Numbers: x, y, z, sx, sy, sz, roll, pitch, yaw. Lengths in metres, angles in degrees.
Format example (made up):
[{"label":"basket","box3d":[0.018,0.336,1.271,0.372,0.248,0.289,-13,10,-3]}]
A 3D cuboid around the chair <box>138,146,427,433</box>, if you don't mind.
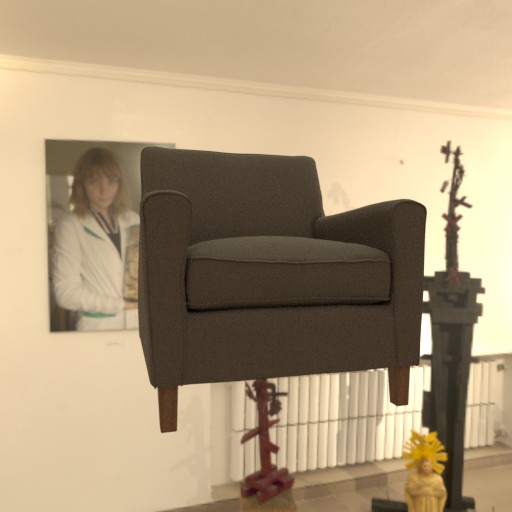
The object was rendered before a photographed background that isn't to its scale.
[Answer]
[{"label":"chair","box3d":[0.000,0.000,1.610,0.836,0.911,0.831,0,1,-16]}]
